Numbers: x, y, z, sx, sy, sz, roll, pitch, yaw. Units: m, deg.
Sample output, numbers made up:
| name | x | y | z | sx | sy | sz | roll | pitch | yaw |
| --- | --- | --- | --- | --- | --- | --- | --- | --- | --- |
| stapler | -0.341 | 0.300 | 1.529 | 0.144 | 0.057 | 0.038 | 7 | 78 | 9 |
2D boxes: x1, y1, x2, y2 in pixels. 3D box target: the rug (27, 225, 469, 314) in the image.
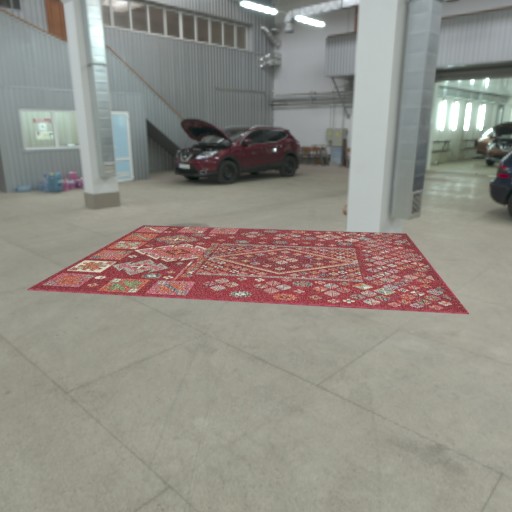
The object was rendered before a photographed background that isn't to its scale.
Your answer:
| name | x | y | z | sx | sy | sz | roll | pitch | yaw |
| --- | --- | --- | --- | --- | --- | --- | --- | --- | --- |
| rug | 0.000 | 0.000 | 2.908 | 2.184 | 0.007 | 1.579 | 2 | 16 | 8 |
